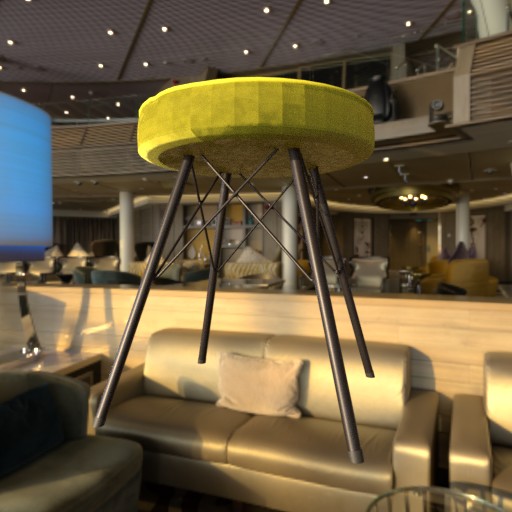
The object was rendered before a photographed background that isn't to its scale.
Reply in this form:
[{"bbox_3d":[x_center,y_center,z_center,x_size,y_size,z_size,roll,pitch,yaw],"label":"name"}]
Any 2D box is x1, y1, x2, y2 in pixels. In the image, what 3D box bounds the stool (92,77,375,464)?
[{"bbox_3d":[0.000,0.000,0.793,0.409,0.508,0.409,0,1,17],"label":"stool"}]
